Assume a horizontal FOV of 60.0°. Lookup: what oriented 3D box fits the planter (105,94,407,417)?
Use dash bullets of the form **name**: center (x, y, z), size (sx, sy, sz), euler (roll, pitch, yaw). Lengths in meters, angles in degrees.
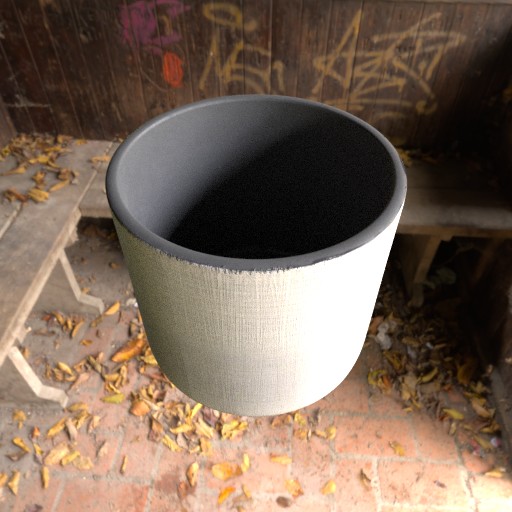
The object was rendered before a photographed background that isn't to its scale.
- **planter**: center (0.000, 0.000, 0.397), size (0.221, 0.201, 0.221), euler (0, 46, 0)
